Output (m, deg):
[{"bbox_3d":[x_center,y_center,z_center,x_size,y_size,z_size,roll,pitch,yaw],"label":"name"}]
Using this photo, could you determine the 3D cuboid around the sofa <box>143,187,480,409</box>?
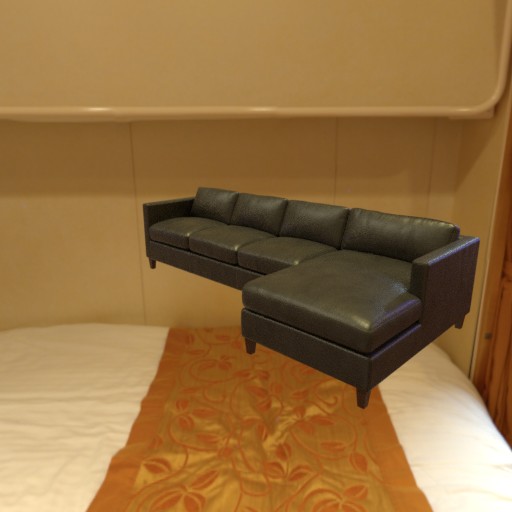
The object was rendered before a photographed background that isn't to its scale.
[{"bbox_3d":[0.000,0.000,3.946,3.203,0.883,1.581,15,22,42],"label":"sofa"}]
